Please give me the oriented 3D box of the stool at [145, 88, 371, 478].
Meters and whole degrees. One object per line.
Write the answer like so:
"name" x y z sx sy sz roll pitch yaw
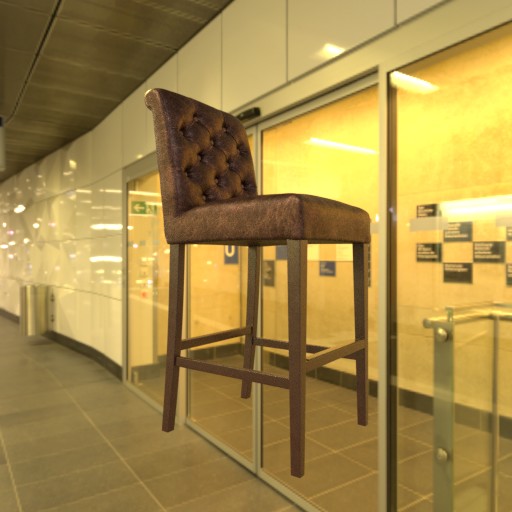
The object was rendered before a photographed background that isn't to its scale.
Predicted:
"stool" 0.000 0.000 1.534 0.659 1.168 0.483 0 0 36
